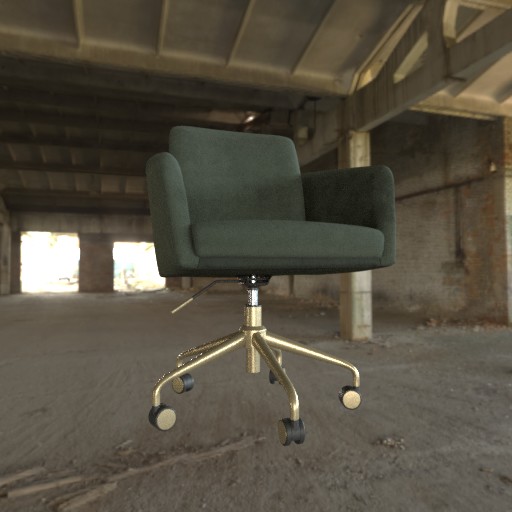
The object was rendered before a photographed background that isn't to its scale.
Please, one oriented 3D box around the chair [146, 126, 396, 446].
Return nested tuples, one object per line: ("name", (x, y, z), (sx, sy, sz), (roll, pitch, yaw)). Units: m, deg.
("chair", (0.000, 0.000, 1.313), (0.641, 0.908, 0.635), (1, -2, -19))
